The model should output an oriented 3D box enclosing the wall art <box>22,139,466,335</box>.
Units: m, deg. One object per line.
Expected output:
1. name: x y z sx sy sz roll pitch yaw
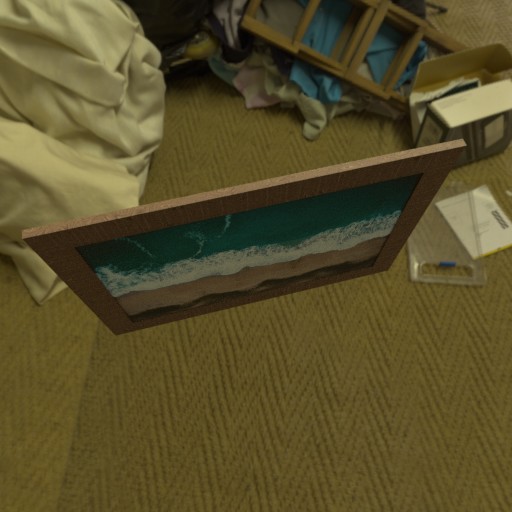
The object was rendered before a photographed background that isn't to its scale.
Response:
1. wall art: 0.000 0.000 1.172 0.917 0.626 0.019 -13 64 -6
